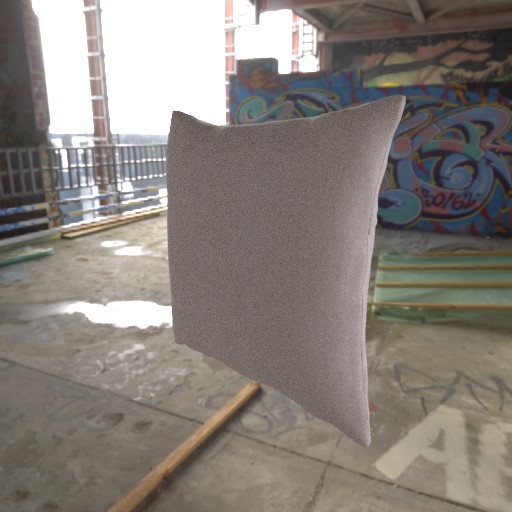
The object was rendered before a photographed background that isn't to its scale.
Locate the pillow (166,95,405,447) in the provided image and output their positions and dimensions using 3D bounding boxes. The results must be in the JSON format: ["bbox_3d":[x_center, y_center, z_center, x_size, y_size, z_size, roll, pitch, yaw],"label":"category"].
[{"bbox_3d":[0.000,0.000,0.670,0.173,0.436,0.433,-15,21,-42],"label":"pillow"}]
